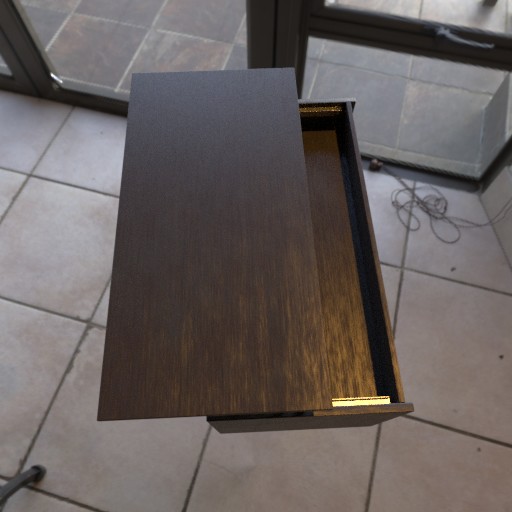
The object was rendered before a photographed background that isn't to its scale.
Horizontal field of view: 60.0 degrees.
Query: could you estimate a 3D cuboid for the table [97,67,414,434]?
[{"bbox_3d":[0.000,0.000,1.402,0.712,0.570,1.000,-2,65,-1],"label":"table"}]
